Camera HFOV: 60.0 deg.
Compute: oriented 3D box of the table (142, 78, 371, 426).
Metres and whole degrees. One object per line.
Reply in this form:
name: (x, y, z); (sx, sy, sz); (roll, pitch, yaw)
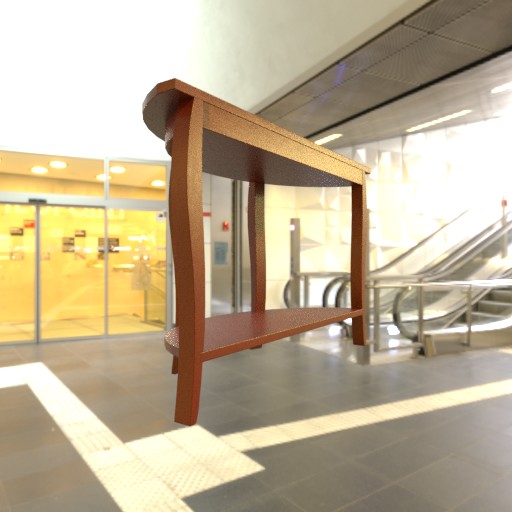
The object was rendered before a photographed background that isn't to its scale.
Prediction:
table: (0.000, 0.000, 1.584); (0.405, 0.779, 1.219); (0, 0, 34)
